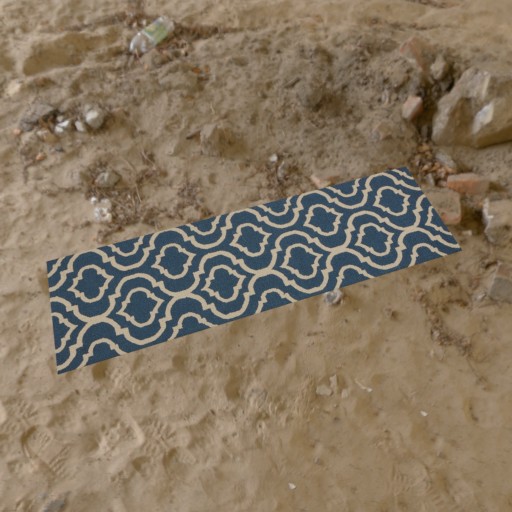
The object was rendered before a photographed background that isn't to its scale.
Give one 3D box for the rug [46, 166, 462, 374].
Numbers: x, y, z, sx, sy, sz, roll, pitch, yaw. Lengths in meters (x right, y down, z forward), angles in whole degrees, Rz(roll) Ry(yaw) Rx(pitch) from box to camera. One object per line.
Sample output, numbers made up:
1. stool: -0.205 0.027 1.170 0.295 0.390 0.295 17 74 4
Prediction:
1. rug: 0.000 0.000 2.553 2.296 0.006 0.685 -16 60 -9
